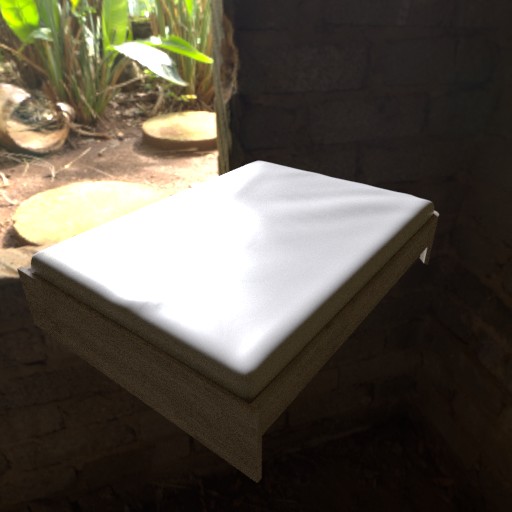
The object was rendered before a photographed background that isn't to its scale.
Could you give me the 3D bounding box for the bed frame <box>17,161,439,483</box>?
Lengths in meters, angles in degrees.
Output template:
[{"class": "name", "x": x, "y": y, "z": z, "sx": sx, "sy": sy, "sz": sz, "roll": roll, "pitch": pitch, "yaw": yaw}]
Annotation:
[{"class": "bed frame", "x": 0.000, "y": 0.000, "z": 2.536, "sx": 1.490, "sy": 0.462, "sz": 1.950, "roll": 21, "pitch": 36, "yaw": 32}]
